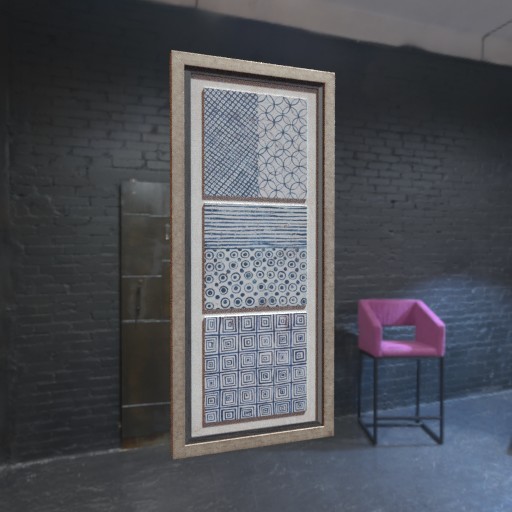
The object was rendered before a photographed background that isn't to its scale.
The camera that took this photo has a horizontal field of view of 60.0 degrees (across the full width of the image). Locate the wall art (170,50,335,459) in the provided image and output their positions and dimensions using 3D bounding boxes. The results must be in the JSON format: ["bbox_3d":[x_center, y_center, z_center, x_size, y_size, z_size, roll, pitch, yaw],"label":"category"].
[{"bbox_3d":[0.000,0.000,1.706,0.648,1.461,0.051,0,1,-18],"label":"wall art"}]
